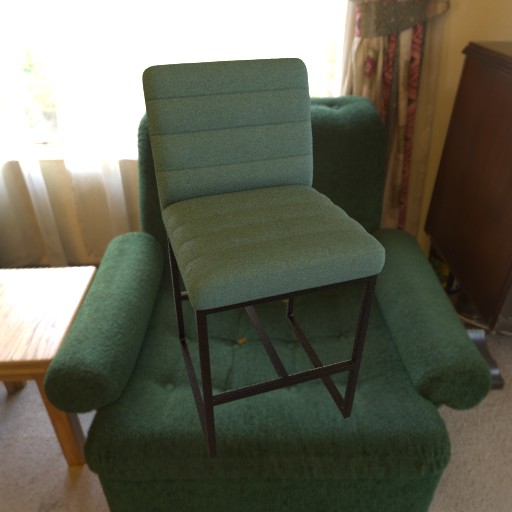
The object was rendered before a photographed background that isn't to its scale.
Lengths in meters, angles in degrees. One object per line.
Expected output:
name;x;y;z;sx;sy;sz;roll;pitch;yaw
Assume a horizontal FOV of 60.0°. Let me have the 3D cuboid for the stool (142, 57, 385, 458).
stool;0.000;0.000;1.237;0.460;0.940;0.560;-10;34;-15
